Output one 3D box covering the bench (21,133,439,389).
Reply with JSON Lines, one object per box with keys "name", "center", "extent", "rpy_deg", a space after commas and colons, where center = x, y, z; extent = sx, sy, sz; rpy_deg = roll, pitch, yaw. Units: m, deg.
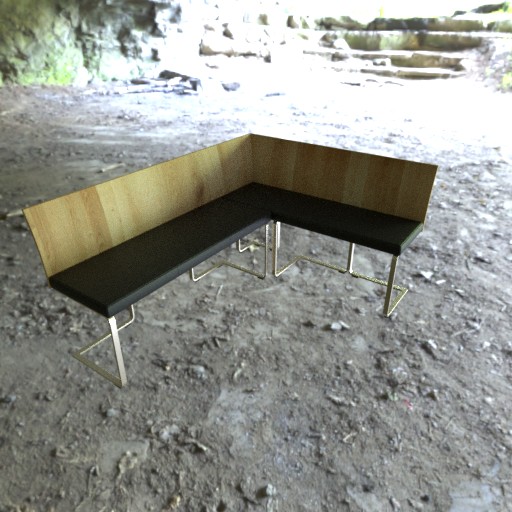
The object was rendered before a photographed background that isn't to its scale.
{"name": "bench", "center": [0.000, 0.000, 2.750], "extent": [1.495, 0.930, 1.945], "rpy_deg": [19, 34, 30]}
